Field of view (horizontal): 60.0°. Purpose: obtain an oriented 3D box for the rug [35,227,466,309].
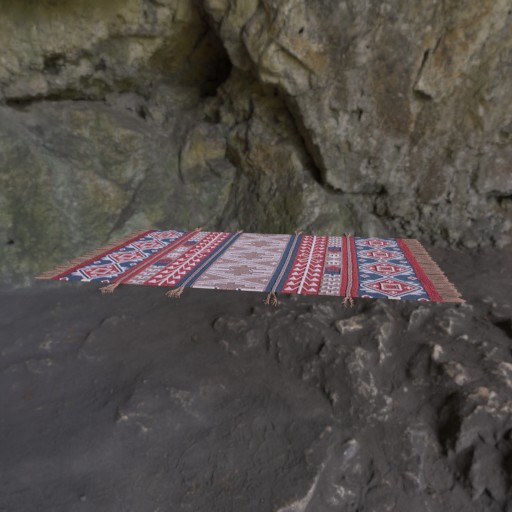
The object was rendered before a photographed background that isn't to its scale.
[{"bbox_3d":[0.000,0.000,2.603,2.025,0.040,1.469,3,15,10],"label":"rug"}]
